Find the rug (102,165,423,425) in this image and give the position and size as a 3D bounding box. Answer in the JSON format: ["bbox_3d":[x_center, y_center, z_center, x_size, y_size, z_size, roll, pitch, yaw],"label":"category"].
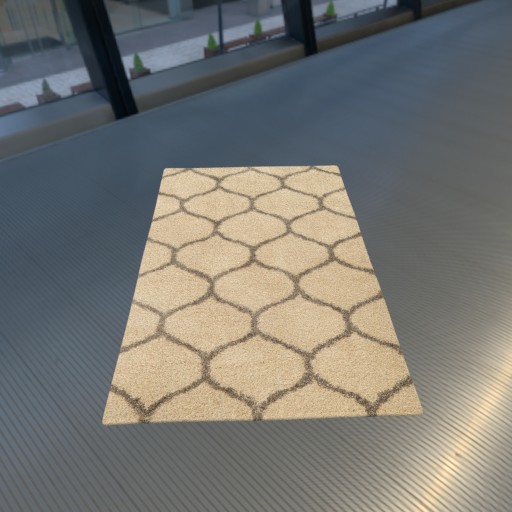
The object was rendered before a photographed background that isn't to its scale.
[{"bbox_3d":[0.000,0.000,2.948,1.501,0.024,2.348,-1,41,-1],"label":"rug"}]
